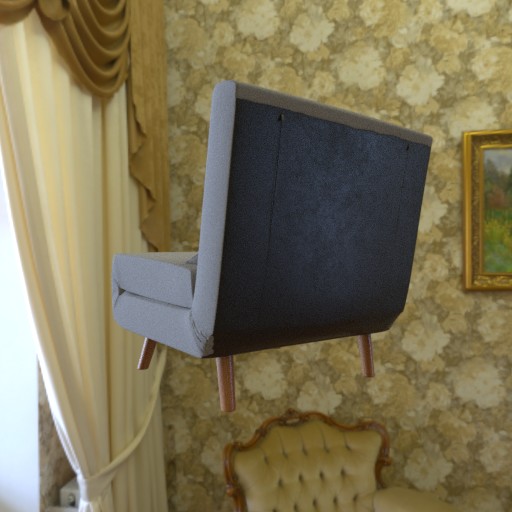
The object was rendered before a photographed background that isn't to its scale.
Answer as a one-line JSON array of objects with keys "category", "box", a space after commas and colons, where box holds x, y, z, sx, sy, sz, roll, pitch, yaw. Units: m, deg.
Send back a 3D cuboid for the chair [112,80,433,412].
[{"category": "chair", "box": [0.000, 0.000, 1.536, 0.770, 0.808, 0.902, 0, 0, -36]}]
